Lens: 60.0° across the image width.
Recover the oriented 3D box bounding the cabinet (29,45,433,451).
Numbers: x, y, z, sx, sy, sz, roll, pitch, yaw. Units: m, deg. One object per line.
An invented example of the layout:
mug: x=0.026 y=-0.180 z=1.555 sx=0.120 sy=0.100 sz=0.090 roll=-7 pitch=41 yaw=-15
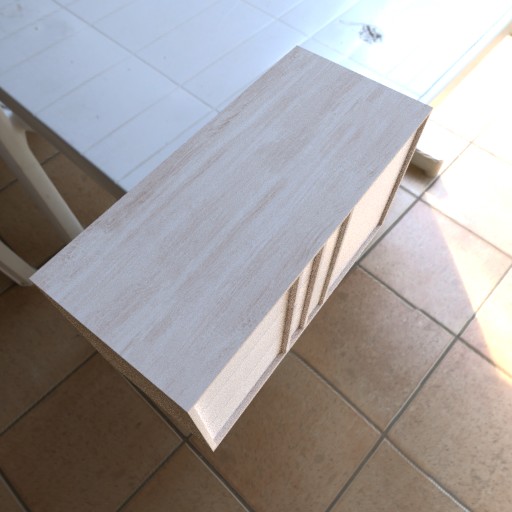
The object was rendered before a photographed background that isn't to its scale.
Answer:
cabinet: x=0.000 y=0.000 z=1.526 sx=0.500 sy=0.780 sz=1.110 roll=33 pitch=65 yaw=18
